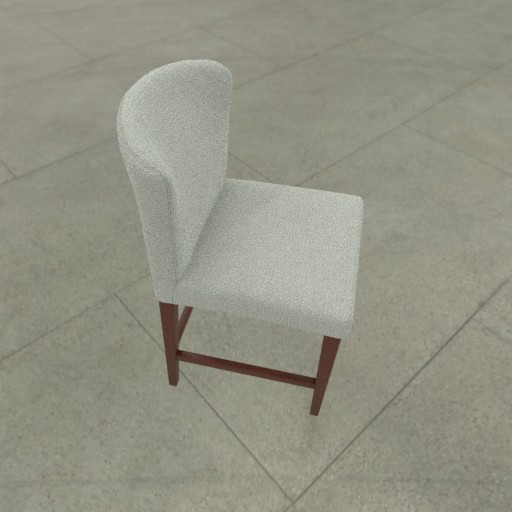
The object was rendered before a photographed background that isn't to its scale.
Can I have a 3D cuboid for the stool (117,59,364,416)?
[{"bbox_3d":[0.000,0.000,1.276,0.568,0.969,0.481,10,48,9],"label":"stool"}]
